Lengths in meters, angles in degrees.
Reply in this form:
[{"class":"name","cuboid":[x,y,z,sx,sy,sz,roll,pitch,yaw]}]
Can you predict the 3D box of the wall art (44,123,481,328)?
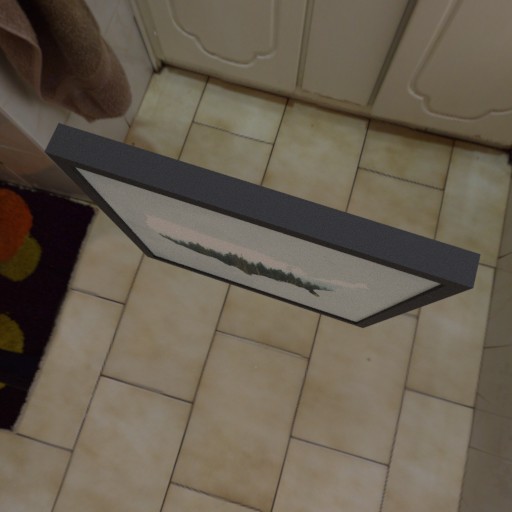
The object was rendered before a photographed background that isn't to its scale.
[{"class":"wall art","cuboid":[0.000,0.000,0.750,0.509,0.509,0.040,18,77,4]}]
